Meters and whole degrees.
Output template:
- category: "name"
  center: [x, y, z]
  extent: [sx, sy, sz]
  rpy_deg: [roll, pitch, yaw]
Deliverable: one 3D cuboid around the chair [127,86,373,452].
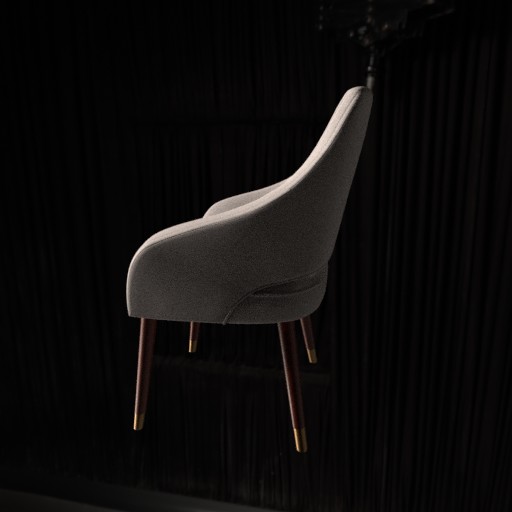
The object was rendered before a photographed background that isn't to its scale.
- category: "chair"
  center: [0.000, 0.000, 1.289]
  extent: [0.600, 0.889, 0.609]
  rpy_deg: [3, 15, 10]
